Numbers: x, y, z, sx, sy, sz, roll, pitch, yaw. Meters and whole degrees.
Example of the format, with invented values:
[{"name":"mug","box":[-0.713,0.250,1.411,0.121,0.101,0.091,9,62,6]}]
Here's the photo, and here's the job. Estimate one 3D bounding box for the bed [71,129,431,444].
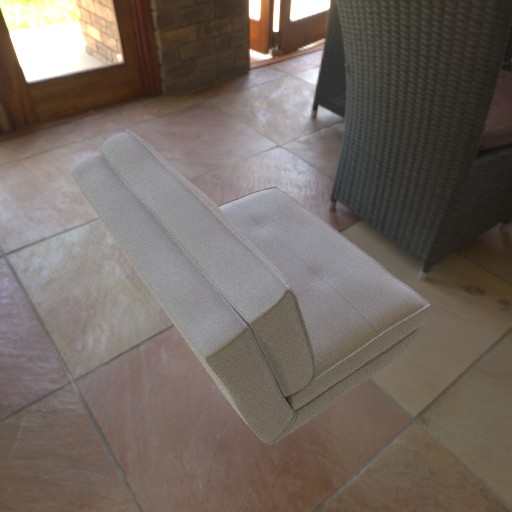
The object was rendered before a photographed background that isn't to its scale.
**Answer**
[{"name":"bed","box":[0.000,0.000,1.325,0.749,0.614,0.799,-25,48,-25]}]
